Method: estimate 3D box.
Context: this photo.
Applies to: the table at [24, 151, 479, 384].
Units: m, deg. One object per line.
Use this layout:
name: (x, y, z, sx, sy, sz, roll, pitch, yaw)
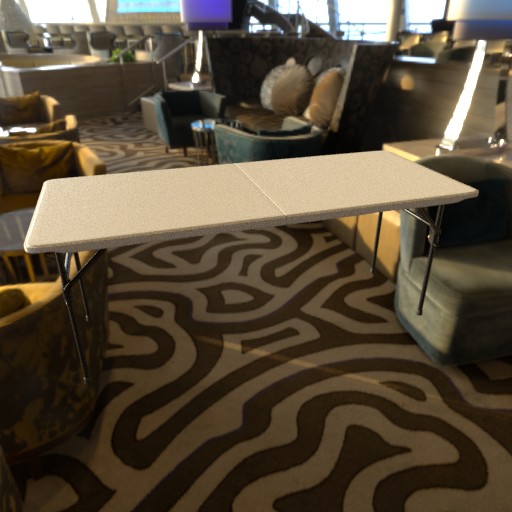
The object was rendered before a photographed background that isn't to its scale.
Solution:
table: (0.000, 0.000, 2.159, 1.829, 0.719, 0.761, -8, 29, -16)
